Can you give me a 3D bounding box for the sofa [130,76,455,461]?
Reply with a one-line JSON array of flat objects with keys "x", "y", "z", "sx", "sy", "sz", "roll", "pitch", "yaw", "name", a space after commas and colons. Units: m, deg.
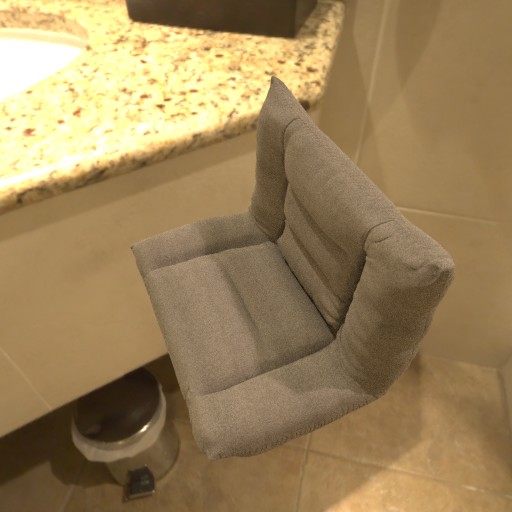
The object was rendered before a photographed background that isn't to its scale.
[{"x": 0.000, "y": 0.000, "z": 1.683, "sx": 0.847, "sy": 0.795, "sz": 1.144, "roll": -18, "pitch": 49, "yaw": -16, "name": "sofa"}]
